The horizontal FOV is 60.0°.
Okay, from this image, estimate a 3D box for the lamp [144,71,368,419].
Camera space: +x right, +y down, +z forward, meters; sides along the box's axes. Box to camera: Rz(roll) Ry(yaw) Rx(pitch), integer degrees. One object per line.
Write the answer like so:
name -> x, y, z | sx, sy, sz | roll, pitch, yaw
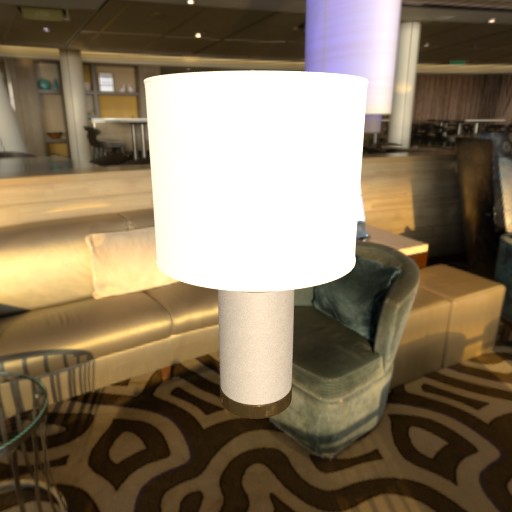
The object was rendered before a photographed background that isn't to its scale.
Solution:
lamp -> 0.000, 0.000, 0.520 | 0.229, 0.380, 0.229 | 0, 17, 0
